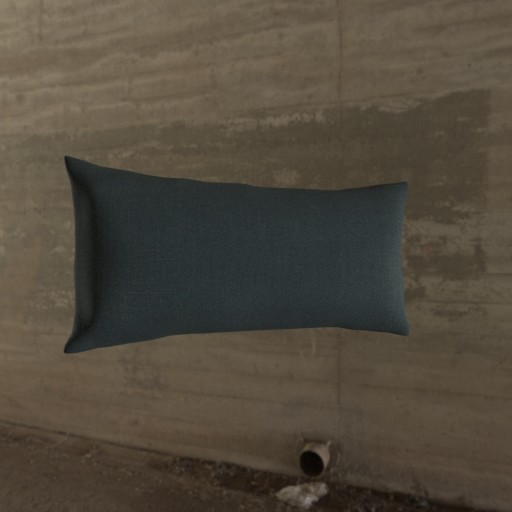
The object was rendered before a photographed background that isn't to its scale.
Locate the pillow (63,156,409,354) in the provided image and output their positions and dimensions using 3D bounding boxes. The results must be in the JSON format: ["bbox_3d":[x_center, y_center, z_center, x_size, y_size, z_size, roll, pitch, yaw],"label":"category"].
[{"bbox_3d":[0.000,0.000,0.760,0.609,0.305,0.151,0,1,-17],"label":"pillow"}]
